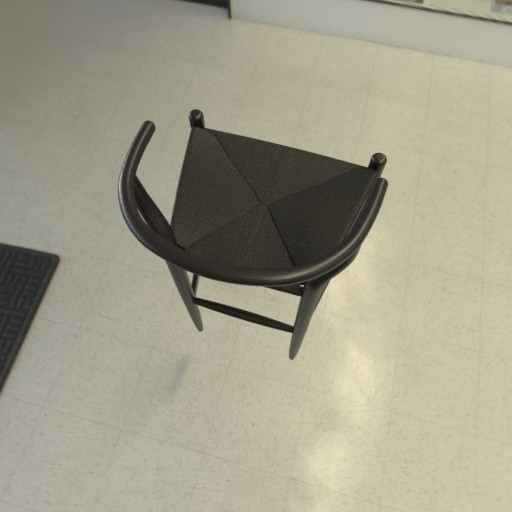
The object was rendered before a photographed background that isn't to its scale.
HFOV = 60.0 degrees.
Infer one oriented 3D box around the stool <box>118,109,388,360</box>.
[{"bbox_3d":[0.000,0.000,1.314,0.569,0.970,0.579,16,64,8],"label":"stool"}]
